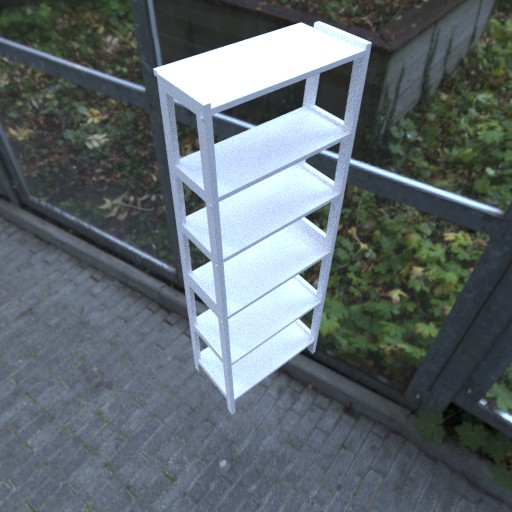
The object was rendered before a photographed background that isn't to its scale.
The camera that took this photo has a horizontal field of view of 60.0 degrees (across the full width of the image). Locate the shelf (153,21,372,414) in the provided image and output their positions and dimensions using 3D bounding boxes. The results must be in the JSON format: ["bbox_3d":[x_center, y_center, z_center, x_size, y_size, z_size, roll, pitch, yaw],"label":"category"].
[{"bbox_3d":[0.000,0.000,2.081,0.660,1.892,0.381,-30,54,-25],"label":"shelf"}]
